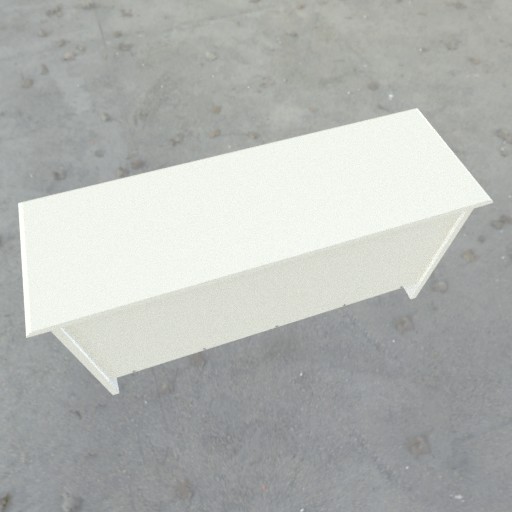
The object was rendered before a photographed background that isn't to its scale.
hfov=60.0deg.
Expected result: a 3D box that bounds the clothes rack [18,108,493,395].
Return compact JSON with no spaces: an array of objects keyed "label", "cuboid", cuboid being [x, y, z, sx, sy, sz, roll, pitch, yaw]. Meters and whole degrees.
[{"label":"clothes rack","cuboid":[0.000,0.000,1.419,1.218,0.558,0.405,-16,59,-10]}]
